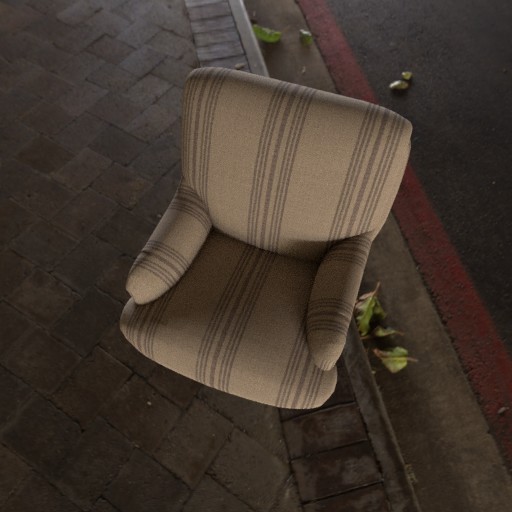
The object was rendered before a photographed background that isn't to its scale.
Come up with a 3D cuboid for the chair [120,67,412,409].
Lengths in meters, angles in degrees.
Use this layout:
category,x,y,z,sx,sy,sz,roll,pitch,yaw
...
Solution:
category,x,y,z,sx,sy,sz,roll,pitch,yaw
chair,0.000,0.000,1.618,0.813,0.940,0.914,18,62,10
